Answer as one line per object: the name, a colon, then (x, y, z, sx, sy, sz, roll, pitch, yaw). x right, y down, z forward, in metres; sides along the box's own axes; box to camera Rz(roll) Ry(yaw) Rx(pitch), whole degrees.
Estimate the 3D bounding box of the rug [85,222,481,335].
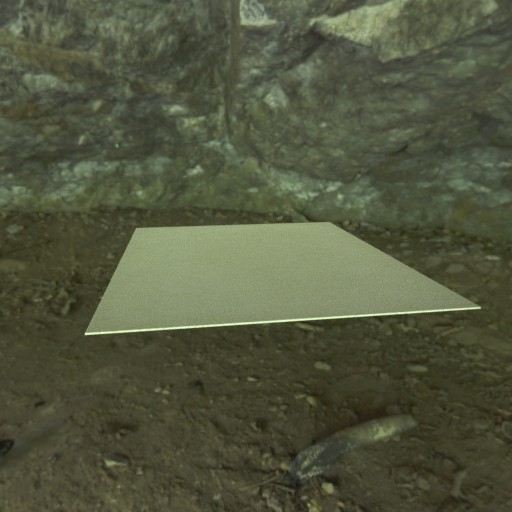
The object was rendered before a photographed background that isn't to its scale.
rug: (0.000, 0.000, 3.491, 2.073, 0.011, 2.584, -2, 15, -9)
